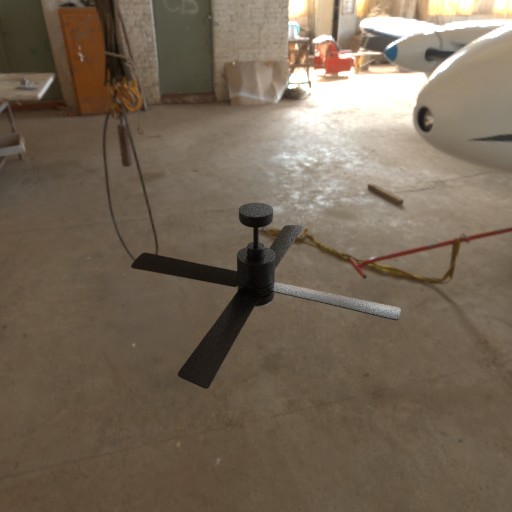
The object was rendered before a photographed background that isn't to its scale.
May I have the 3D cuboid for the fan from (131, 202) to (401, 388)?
[{"bbox_3d":[0.000,0.000,2.336,1.525,0.534,1.525,11,32,18],"label":"fan"}]
